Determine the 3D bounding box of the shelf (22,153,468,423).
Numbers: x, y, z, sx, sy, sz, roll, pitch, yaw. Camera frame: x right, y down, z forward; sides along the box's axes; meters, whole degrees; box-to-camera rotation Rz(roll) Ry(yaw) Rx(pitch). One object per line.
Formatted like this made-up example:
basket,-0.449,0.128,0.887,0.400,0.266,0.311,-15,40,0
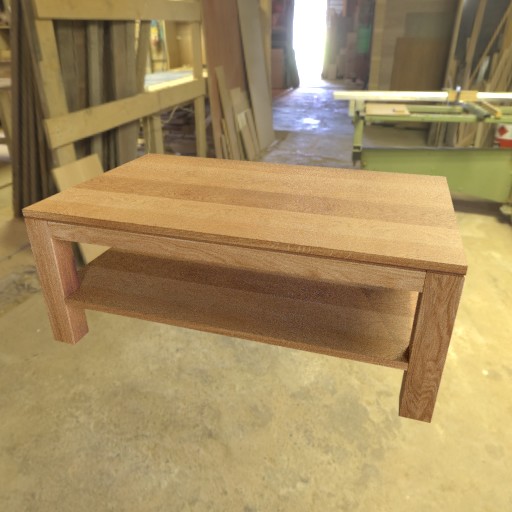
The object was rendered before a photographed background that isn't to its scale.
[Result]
shelf,0.000,0.000,1.480,1.150,0.450,0.700,8,27,16
